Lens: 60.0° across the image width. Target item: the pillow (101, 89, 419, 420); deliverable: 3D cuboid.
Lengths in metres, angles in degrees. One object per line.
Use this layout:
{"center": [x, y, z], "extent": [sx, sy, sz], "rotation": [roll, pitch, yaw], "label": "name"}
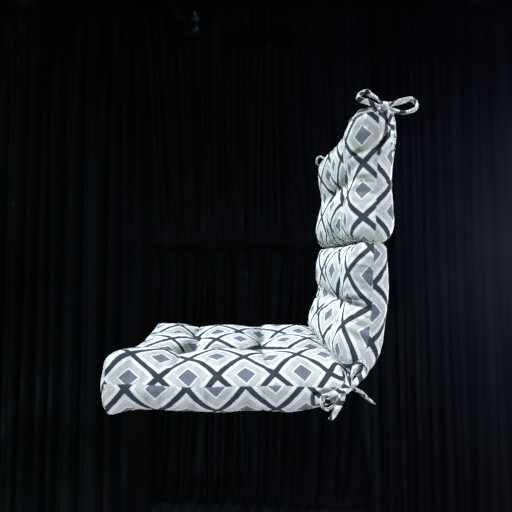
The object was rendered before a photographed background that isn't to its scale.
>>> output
{"center": [0.000, 0.000, 1.011], "extent": [0.571, 0.605, 0.519], "rotation": [0, -1, -1], "label": "pillow"}
